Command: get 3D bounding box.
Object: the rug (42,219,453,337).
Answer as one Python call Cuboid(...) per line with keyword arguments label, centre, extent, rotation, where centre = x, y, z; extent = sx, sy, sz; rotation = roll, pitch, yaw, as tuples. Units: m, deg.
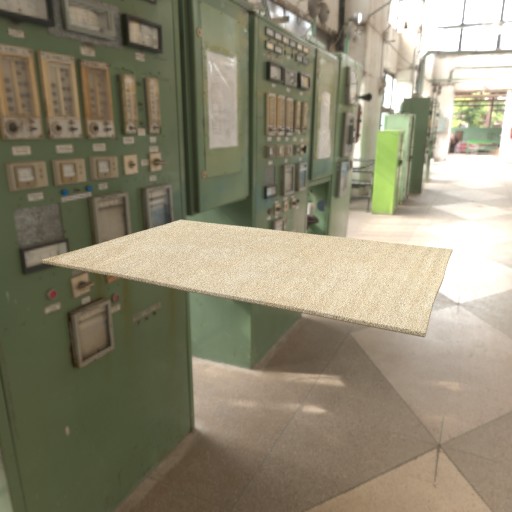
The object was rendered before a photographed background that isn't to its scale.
Cuboid(label="rug", centre=(0.000, 0.000, 2.994), extent=(2.346, 0.025, 1.500), rotation=(8, 18, 26))
